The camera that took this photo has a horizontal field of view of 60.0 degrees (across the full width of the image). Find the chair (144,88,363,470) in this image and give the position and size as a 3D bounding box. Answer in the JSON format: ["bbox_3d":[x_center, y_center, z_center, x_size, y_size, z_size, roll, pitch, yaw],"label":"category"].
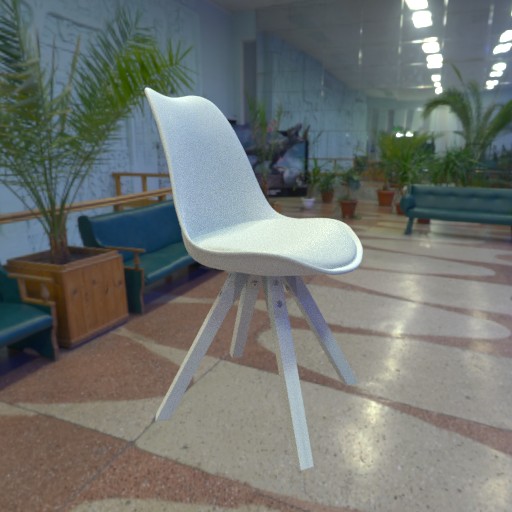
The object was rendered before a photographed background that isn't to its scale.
[{"bbox_3d":[0.000,0.000,1.185,0.550,0.850,0.485,7,16,26],"label":"chair"}]
